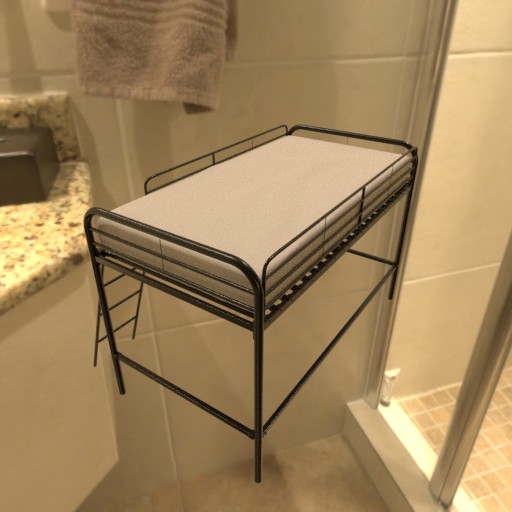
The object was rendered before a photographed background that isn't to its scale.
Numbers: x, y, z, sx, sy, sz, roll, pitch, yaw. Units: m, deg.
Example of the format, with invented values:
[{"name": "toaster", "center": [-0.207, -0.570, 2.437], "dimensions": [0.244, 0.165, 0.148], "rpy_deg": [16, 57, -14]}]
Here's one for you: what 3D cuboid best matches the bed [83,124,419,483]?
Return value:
[{"name": "bed", "center": [0.000, 0.000, 2.965], "dimensions": [1.393, 1.289, 1.968], "rpy_deg": [19, 35, 29]}]
